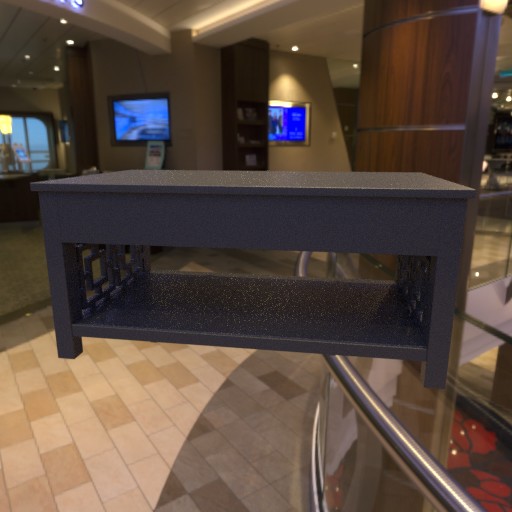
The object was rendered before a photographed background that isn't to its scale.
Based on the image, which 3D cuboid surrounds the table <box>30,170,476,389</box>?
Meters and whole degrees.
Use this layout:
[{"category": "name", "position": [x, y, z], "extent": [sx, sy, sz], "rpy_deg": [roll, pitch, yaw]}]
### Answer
[{"category": "table", "position": [0.000, 0.000, 1.399], "extent": [1.068, 0.493, 0.612], "rpy_deg": [2, 14, 9]}]
